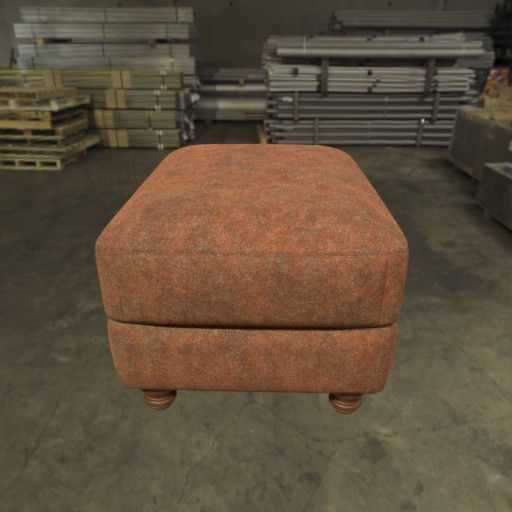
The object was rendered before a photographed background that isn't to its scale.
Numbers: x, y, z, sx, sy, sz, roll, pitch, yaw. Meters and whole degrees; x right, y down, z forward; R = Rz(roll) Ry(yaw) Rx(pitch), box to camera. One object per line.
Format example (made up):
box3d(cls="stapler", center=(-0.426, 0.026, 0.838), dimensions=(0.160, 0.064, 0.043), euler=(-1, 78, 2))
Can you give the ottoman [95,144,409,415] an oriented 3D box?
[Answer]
box3d(cls="ottoman", center=(0.000, 0.000, 1.205), dimensions=(0.635, 0.508, 0.787), euler=(1, 26, 2))
